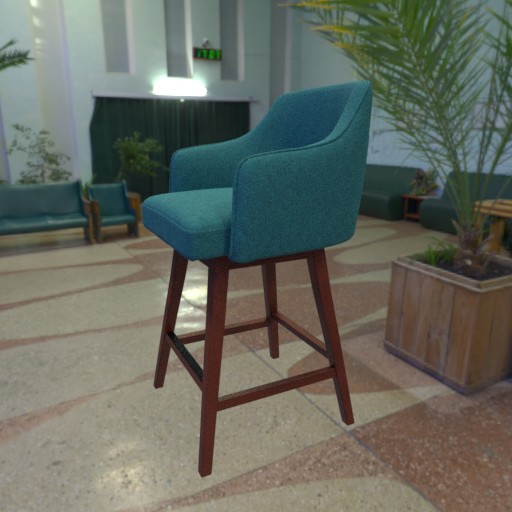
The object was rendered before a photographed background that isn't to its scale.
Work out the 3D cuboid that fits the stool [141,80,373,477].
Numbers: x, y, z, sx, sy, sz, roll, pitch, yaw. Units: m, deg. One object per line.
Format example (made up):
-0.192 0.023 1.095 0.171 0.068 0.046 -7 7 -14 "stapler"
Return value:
0.000 0.000 1.293 0.556 0.961 0.548 -8 17 -26 "stool"
